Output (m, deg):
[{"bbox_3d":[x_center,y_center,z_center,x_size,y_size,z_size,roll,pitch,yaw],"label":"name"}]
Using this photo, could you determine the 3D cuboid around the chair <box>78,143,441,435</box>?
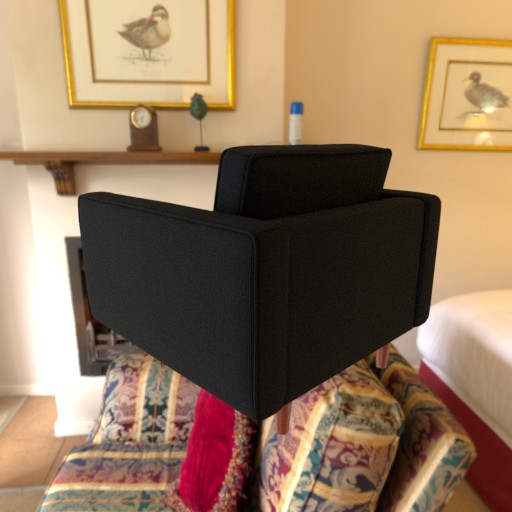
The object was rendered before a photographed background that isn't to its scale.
[{"bbox_3d":[0.000,0.000,1.566,0.899,0.770,0.920,-14,21,-42],"label":"chair"}]
